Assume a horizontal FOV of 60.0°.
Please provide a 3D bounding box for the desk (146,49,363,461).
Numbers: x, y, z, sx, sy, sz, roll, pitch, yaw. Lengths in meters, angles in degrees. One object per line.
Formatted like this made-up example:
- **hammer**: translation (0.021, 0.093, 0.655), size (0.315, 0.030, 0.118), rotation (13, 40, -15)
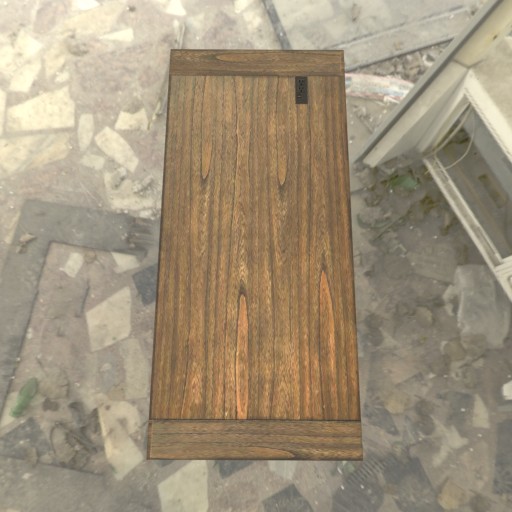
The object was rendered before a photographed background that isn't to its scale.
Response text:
- **desk**: translation (0.000, 0.000, 1.998), size (0.711, 0.751, 1.590), rotation (0, 76, 0)
